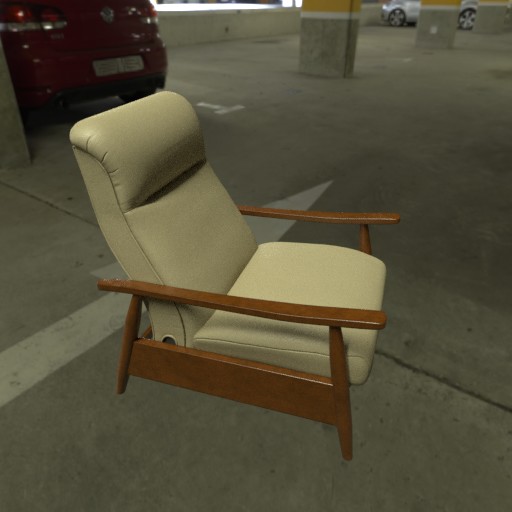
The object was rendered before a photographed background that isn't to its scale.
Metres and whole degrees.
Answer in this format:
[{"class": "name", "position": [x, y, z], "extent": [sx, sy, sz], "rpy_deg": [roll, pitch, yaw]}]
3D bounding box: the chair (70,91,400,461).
[{"class": "chair", "position": [0.000, 0.000, 1.712], "extent": [1.014, 1.082, 0.762], "rpy_deg": [10, 32, 16]}]
